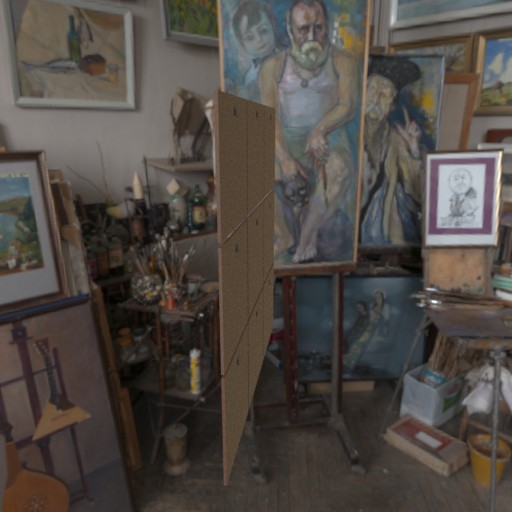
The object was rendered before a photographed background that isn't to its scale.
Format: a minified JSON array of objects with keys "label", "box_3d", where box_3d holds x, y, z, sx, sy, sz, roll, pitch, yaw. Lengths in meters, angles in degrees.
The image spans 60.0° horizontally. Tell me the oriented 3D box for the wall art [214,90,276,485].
[{"label":"wall art","box_3d":[0.000,0.000,2.339,0.019,1.532,1.533,3,16,9]}]
